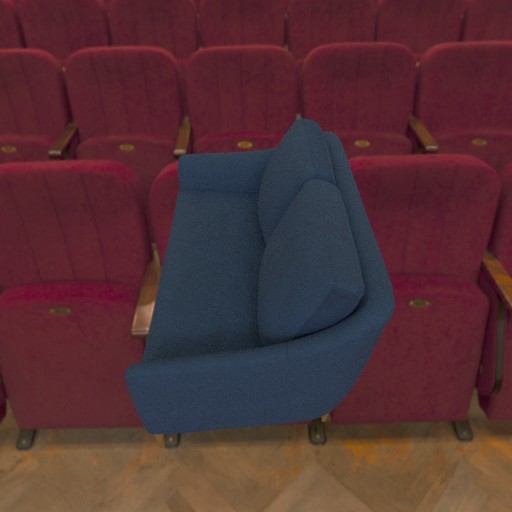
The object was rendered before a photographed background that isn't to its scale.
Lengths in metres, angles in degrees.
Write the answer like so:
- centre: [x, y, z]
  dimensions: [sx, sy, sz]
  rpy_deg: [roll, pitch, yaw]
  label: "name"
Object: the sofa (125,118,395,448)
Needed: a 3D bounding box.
- centre: [0.000, 0.000, 2.218]
  dimensions: [0.960, 0.902, 1.619]
  rpy_deg: [-1, 41, -1]
  label: "sofa"
